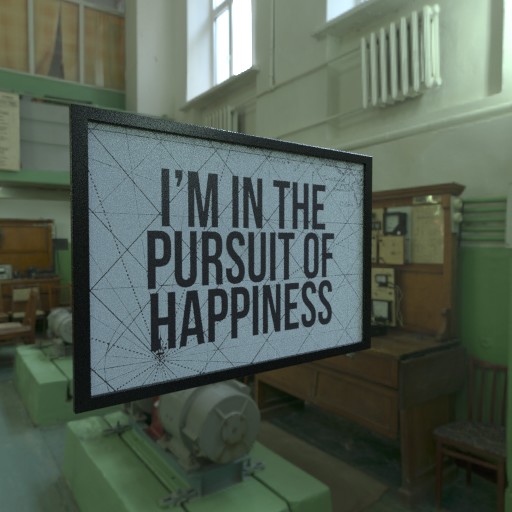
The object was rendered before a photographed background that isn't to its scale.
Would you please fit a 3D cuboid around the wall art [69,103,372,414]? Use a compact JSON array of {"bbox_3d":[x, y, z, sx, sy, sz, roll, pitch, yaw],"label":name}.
[{"bbox_3d":[0.000,0.000,1.036,0.819,0.552,0.015,-1,2,-37],"label":"wall art"}]
